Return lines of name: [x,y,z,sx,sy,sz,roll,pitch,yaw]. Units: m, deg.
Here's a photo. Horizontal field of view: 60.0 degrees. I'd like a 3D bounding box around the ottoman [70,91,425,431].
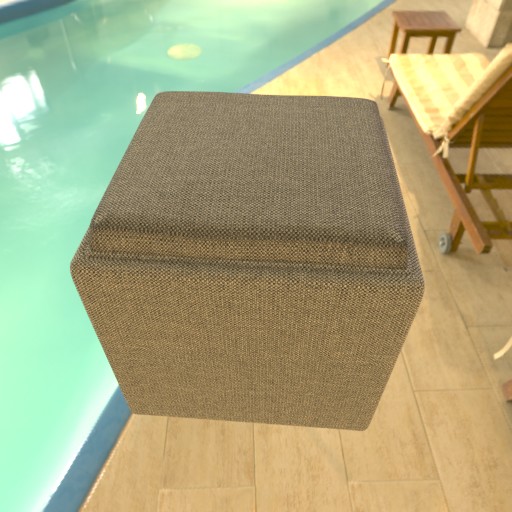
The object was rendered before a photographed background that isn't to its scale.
ottoman: [0.000,0.000,0.824,0.454,0.487,0.436,3,45,3]
